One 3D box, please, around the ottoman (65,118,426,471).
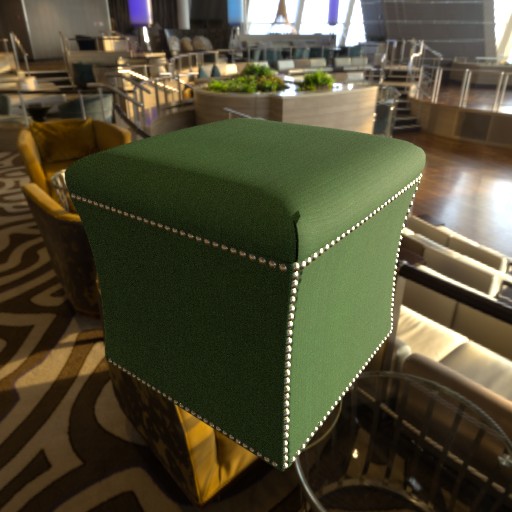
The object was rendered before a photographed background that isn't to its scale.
[{"bbox_3d":[0.000,0.000,0.906,0.497,0.475,0.507,19,33,32],"label":"ottoman"}]
